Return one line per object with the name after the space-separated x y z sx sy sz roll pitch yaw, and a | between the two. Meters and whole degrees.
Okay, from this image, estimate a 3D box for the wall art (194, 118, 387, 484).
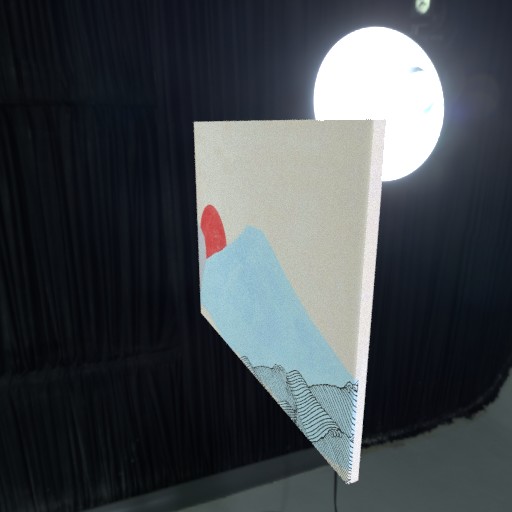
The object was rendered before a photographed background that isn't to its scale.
0.000 0.000 1.564 0.042 0.912 1.219 -8 18 -24 | wall art
